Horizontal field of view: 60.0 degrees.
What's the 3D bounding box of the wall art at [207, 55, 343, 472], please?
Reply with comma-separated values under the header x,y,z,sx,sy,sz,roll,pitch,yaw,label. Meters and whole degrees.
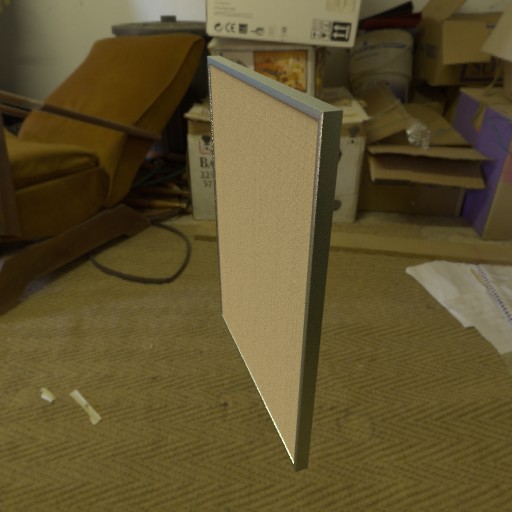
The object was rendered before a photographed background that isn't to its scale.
x,y,z,sx,sy,sz,roll,pitch,yaw,label
0.000,0.000,1.391,0.041,1.062,0.803,-11,33,-17,wall art
